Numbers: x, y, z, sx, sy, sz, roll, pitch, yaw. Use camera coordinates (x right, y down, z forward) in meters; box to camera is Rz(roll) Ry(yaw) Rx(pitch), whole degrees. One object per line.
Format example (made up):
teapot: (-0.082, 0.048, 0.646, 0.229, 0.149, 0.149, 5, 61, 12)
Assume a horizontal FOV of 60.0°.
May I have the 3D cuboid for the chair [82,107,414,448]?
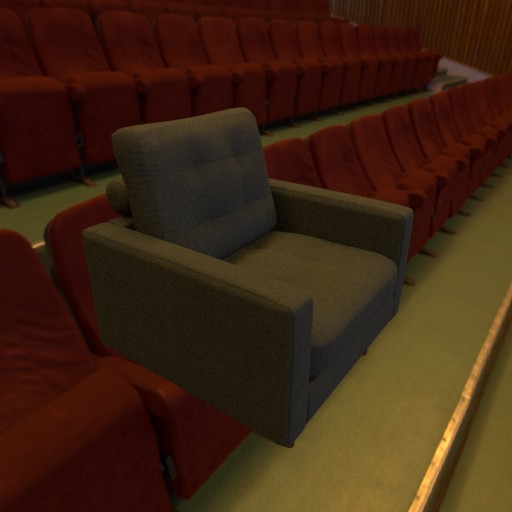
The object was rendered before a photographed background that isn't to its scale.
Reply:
chair: (0.000, 0.000, 1.521, 0.843, 0.880, 0.821, 18, 31, 32)
